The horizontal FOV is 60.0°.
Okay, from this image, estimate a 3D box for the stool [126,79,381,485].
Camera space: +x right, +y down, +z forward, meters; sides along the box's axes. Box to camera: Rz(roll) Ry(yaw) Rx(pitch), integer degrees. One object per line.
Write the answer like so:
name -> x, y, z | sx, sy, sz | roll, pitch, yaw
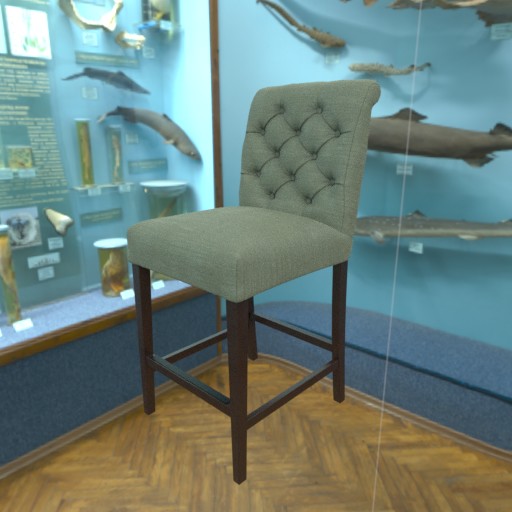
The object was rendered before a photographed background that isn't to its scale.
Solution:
stool -> 0.000, 0.000, 1.433 | 0.486, 1.084, 0.660 | 15, 22, 41
